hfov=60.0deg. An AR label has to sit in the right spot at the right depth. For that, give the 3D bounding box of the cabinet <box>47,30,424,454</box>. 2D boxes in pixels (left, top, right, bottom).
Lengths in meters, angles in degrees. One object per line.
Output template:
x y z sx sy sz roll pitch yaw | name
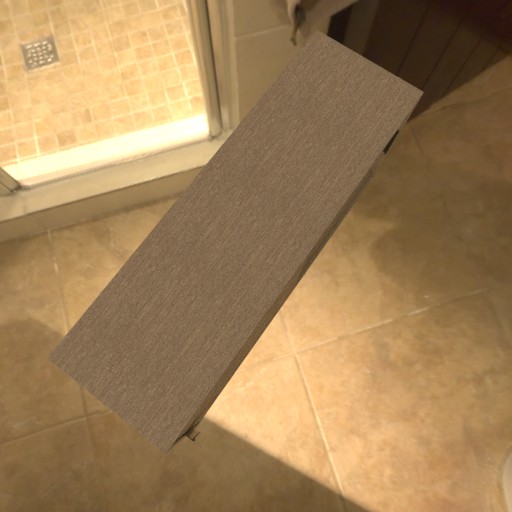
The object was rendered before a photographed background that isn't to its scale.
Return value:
0.000 0.000 1.562 0.405 0.787 1.194 35 78 9 | cabinet
